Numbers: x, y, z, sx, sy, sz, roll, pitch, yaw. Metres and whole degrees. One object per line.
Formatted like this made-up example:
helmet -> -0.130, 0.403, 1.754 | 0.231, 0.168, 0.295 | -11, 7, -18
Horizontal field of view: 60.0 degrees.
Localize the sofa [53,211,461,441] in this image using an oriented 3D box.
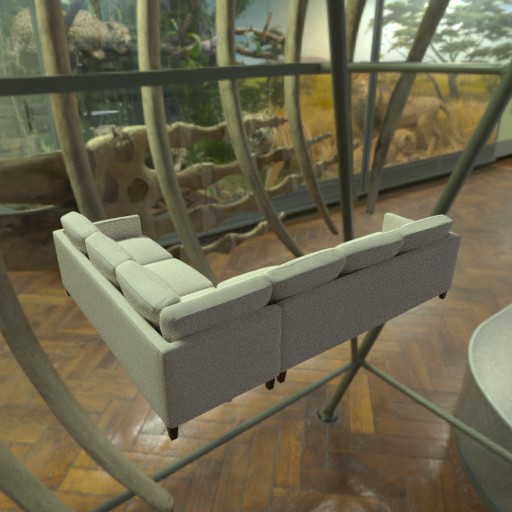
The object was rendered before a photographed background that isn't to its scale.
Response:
sofa -> 0.000, 0.000, 4.551 | 3.302, 0.947, 2.593 | -17, 29, -33
